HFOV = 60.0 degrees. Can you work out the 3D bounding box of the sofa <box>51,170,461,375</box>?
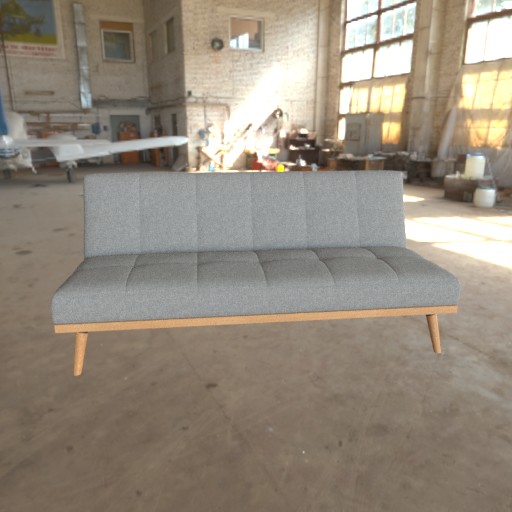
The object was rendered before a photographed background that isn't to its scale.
[{"bbox_3d":[0.000,0.000,2.286,1.820,0.800,0.800,-2,16,-7],"label":"sofa"}]
